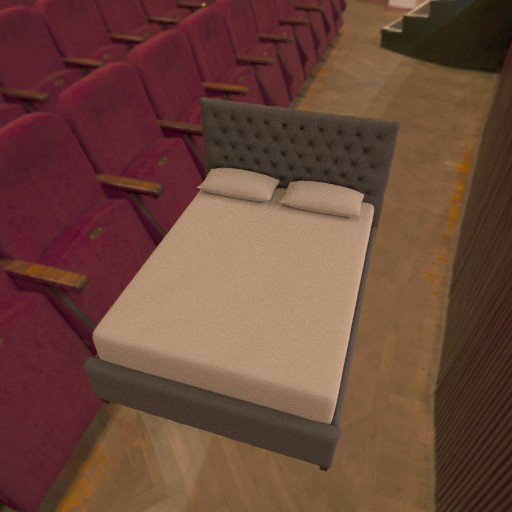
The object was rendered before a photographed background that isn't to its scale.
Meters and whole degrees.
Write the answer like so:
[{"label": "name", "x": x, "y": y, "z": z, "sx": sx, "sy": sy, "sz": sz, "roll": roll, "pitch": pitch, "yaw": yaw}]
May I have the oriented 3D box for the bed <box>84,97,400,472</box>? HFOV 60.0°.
[{"label": "bed", "x": 0.000, "y": 0.000, "z": 3.323, "sx": 1.698, "sy": 1.427, "sz": 2.231, "roll": 12, "pitch": 42, "yaw": 13}]
